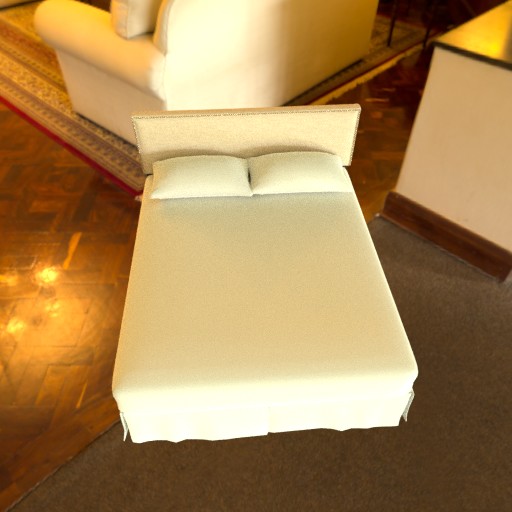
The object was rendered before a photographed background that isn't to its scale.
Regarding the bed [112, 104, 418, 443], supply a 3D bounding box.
[{"bbox_3d":[0.000,0.000,2.781,1.616,1.016,1.876,-3,46,-3],"label":"bed"}]
